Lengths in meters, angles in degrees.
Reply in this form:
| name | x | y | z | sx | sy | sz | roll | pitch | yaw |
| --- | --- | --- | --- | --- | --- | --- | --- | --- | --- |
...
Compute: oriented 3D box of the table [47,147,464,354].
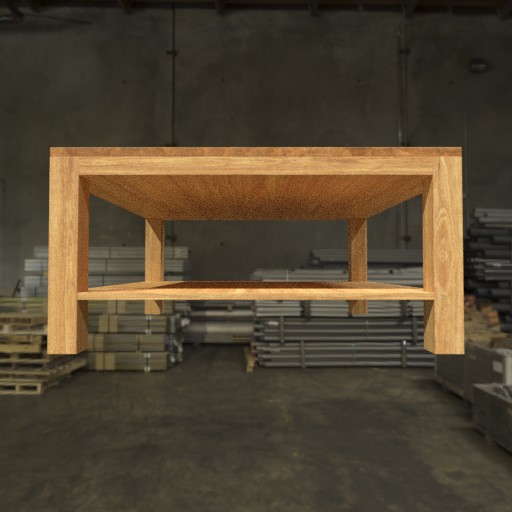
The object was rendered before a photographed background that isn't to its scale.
| name | x | y | z | sx | sy | sz | roll | pitch | yaw |
| --- | --- | --- | --- | --- | --- | --- | --- | --- | --- |
| table | 0.000 | 0.000 | 1.412 | 0.900 | 0.450 | 0.900 | 0 | -2 | 0 |
